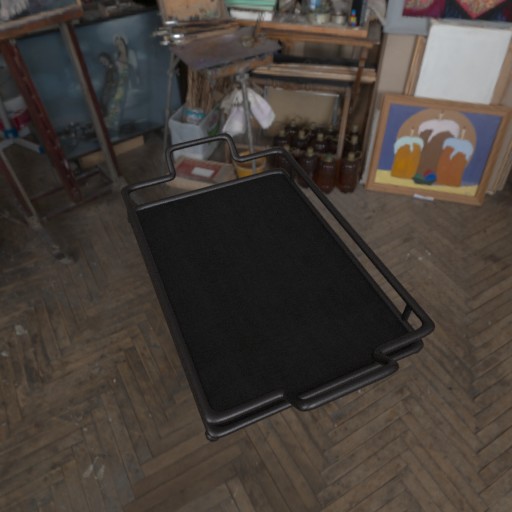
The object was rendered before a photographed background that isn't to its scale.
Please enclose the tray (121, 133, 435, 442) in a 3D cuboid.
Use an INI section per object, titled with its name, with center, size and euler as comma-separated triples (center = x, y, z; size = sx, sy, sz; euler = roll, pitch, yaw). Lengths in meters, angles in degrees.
[tray]
center = 0.000, 0.000, 0.633
size = 0.297, 0.101, 0.495
euler = -18, 50, -16
